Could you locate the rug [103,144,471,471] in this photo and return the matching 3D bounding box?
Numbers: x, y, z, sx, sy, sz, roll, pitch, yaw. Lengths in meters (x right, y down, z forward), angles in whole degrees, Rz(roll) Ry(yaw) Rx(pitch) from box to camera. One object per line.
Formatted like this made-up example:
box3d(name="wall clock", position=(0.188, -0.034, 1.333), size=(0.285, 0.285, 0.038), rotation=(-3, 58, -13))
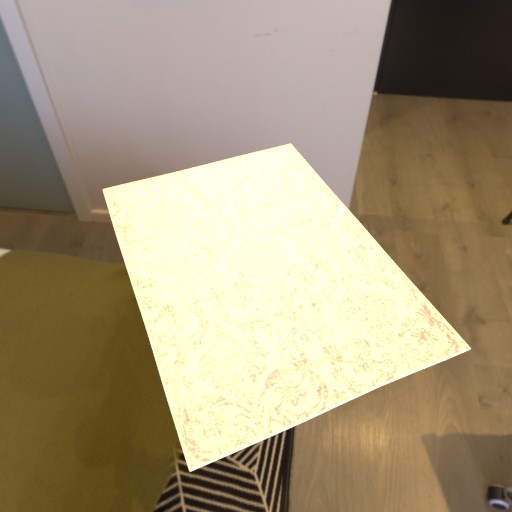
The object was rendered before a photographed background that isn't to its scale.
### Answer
box3d(name="rug", position=(0.000, 0.000, 2.888), size=(1.598, 0.014, 2.202), rotation=(-17, 49, -16))
